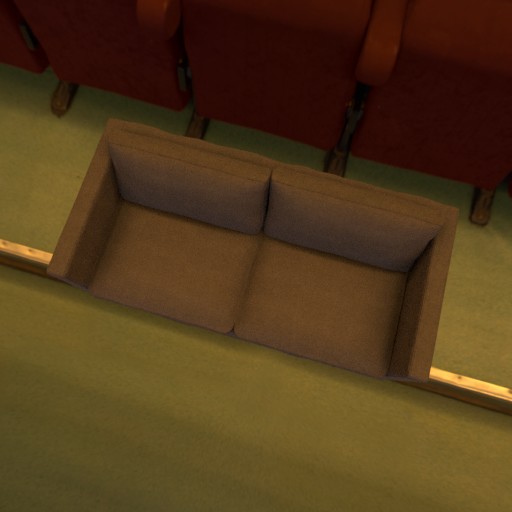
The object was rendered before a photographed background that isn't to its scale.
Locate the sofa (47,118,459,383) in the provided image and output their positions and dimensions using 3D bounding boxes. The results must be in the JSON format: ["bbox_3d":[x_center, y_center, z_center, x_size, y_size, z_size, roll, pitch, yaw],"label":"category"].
[{"bbox_3d":[0.000,0.000,2.539,1.982,0.855,0.953,15,76,4],"label":"sofa"}]
